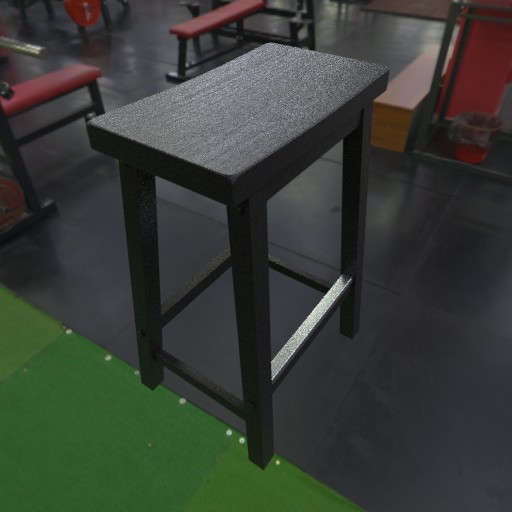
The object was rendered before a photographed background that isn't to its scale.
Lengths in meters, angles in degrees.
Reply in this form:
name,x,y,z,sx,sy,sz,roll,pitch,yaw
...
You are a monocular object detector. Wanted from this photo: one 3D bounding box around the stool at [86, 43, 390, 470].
name,x,y,z,sx,sy,sz,roll,pitch,yaw
stool,0.000,0.000,0.816,0.322,0.610,0.406,25,47,26
